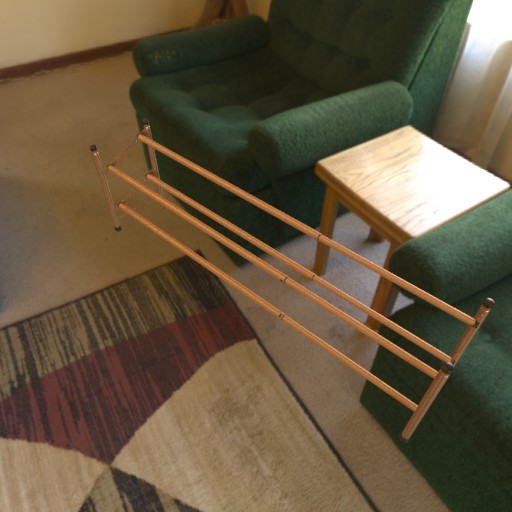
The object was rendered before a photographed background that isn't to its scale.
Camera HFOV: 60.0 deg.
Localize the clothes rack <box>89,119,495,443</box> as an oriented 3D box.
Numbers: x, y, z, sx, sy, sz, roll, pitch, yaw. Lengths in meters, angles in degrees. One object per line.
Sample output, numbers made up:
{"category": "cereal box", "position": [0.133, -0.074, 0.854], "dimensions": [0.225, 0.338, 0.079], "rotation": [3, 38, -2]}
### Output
{"category": "clothes rack", "position": [0.000, 0.000, 1.277], "dimensions": [1.168, 0.349, 0.229], "rotation": [32, 54, 27]}
